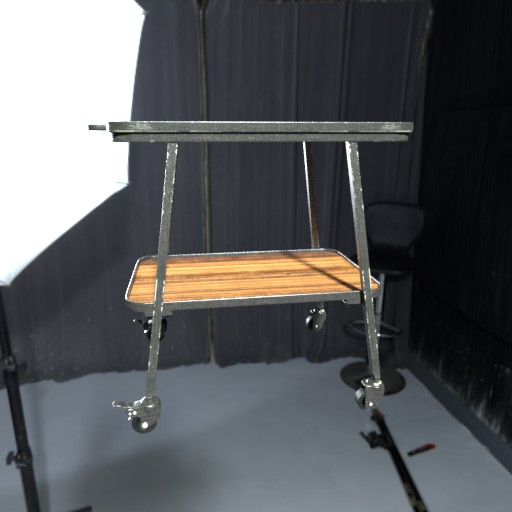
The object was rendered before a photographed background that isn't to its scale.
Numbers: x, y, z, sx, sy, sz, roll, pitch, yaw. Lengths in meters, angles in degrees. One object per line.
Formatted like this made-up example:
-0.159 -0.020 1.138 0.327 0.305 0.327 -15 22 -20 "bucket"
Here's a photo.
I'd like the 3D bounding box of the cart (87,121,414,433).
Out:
0.000 0.000 1.223 0.806 0.700 0.515 -2 16 -9 "cart"
